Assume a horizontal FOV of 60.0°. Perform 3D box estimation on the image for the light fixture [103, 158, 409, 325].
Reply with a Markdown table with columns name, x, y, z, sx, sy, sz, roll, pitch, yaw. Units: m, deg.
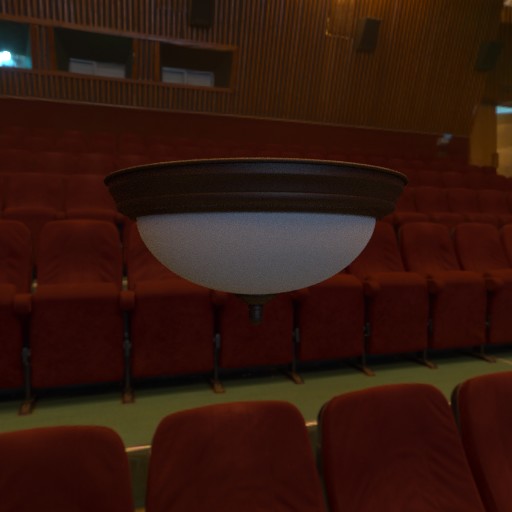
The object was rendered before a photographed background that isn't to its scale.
| name | x | y | z | sx | sy | sz | roll | pitch | yaw |
| --- | --- | --- | --- | --- | --- | --- | --- | --- | --- |
| light fixture | 0.000 | 0.000 | 0.430 | 0.280 | 0.135 | 0.280 | 0 | 1 | 0 |
